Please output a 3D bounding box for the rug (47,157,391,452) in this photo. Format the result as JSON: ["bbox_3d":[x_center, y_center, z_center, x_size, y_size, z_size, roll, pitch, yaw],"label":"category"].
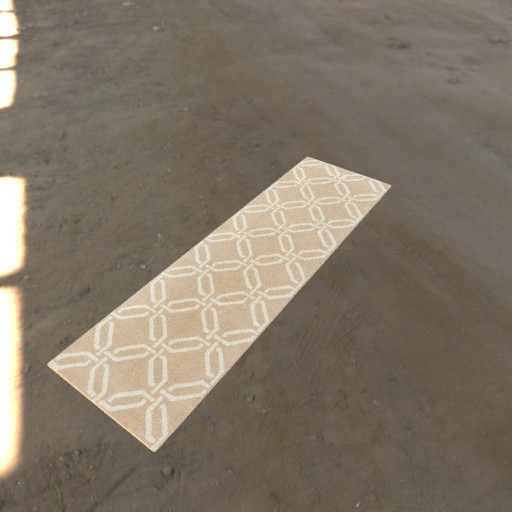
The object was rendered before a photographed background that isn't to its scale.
[{"bbox_3d":[0.000,0.000,2.527,0.678,0.014,2.276,26,48,26],"label":"rug"}]
